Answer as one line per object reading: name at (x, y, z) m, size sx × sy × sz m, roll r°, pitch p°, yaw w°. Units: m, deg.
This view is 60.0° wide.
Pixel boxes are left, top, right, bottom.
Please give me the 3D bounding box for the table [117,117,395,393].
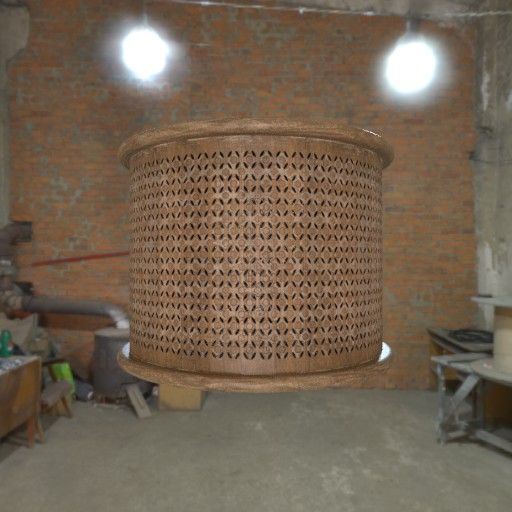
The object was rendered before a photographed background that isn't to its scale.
table at (0.000, 0.000, 1.016) m, size 0.607 × 0.450 × 0.607 m, roll 0°, pitch 0°, yaw 0°
